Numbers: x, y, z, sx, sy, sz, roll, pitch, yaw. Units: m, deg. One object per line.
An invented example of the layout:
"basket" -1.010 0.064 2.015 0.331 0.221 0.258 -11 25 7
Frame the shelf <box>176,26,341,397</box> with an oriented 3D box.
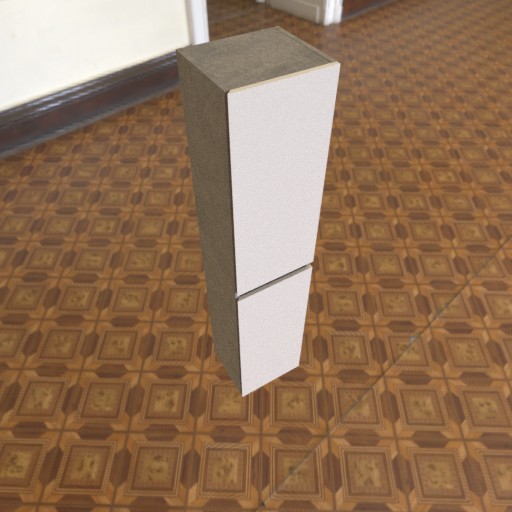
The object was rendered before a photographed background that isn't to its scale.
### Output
"shelf" 0.000 0.000 1.573 0.300 1.400 0.270 -23 51 -21
